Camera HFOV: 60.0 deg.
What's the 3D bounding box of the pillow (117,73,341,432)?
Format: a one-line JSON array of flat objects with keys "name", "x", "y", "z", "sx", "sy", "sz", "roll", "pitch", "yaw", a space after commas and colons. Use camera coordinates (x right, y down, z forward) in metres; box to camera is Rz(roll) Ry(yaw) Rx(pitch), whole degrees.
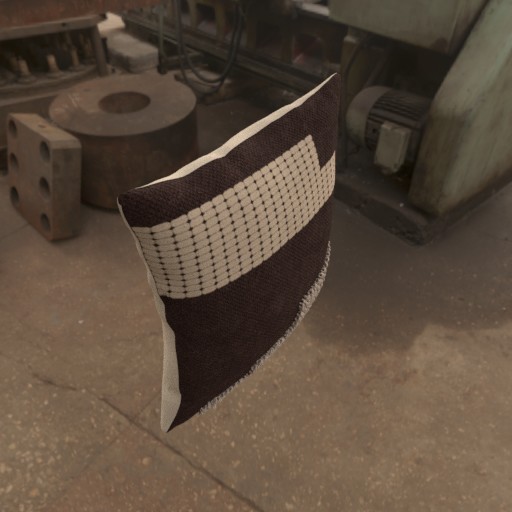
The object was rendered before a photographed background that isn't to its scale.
[{"name": "pillow", "x": 0.000, "y": 0.000, "z": 0.722, "sx": 0.178, "sy": 0.473, "sz": 0.475, "roll": 25, "pitch": 46, "yaw": 27}]
